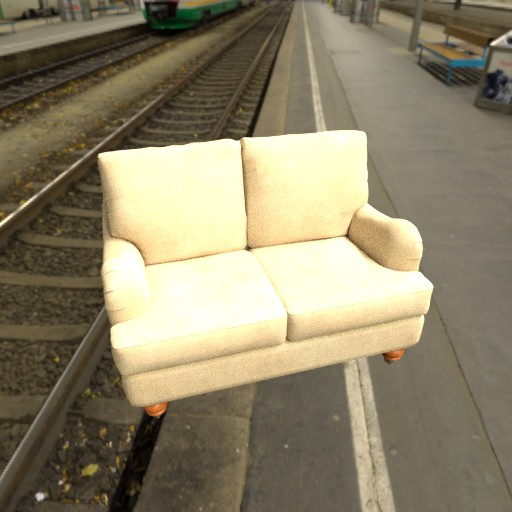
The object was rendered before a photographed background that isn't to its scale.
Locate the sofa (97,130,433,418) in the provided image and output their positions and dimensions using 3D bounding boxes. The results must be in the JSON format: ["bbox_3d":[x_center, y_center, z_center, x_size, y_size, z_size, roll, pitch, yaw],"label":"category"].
[{"bbox_3d":[0.000,0.000,2.307,1.498,1.087,1.086,-9,32,-14],"label":"sofa"}]
